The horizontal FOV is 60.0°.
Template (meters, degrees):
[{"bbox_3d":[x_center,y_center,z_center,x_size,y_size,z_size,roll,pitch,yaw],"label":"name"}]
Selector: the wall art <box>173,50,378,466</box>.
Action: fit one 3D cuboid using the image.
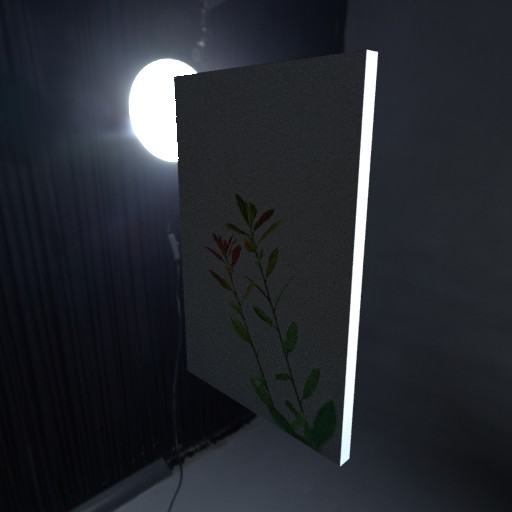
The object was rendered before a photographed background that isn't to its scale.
[{"bbox_3d":[0.000,0.000,1.154,0.039,0.915,0.612,-15,22,-42],"label":"wall art"}]
